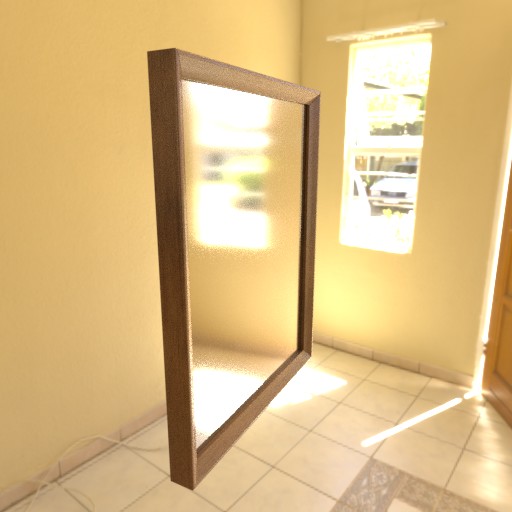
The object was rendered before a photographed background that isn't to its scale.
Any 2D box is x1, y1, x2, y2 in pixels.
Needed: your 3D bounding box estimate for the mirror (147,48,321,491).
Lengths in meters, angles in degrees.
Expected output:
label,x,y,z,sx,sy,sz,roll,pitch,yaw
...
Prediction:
label,x,y,z,sx,sy,sz,roll,pitch,yaw
mirror,0.000,0.000,0.672,0.041,0.509,0.406,7,16,27
